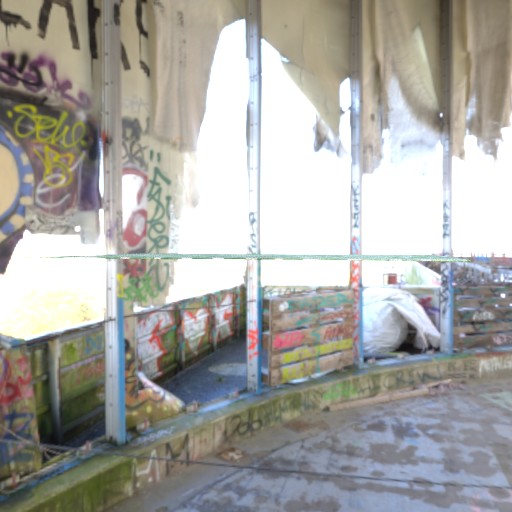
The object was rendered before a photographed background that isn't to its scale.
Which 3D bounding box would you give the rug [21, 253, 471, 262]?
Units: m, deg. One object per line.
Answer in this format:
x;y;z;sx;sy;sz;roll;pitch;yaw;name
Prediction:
0.000;0.000;2.302;1.826;0.006;1.220;0;1;16;rug
